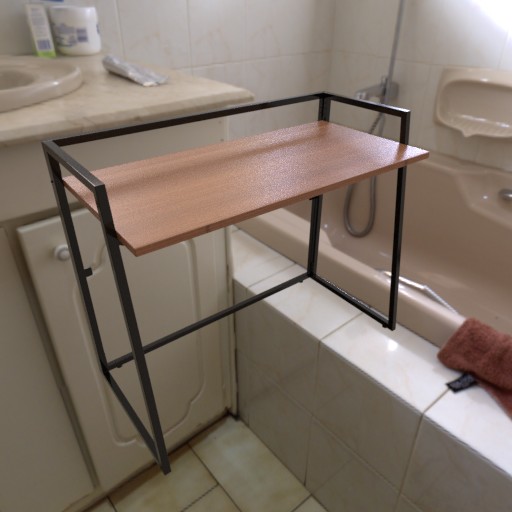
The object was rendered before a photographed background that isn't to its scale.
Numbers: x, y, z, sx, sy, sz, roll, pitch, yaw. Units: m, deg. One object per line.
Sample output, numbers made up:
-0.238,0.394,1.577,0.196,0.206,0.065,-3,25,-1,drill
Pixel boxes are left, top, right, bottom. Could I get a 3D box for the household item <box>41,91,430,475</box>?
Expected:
0.000,0.000,1.493,1.050,0.860,0.510,-22,38,-31,household item
